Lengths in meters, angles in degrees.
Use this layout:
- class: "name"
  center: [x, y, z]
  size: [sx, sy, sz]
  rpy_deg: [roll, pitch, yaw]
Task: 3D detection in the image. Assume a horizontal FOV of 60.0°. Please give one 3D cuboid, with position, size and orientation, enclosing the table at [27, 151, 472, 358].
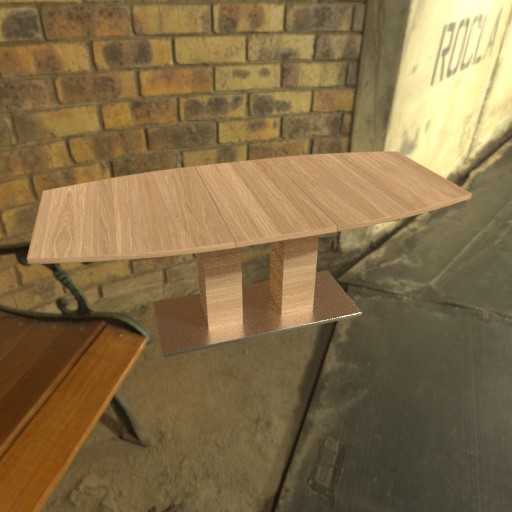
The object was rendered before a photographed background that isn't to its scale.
- class: "table"
  center: [0.000, 0.000, 2.407]
  size: [2.032, 0.750, 0.900]
  rpy_deg: [-9, 33, -15]
